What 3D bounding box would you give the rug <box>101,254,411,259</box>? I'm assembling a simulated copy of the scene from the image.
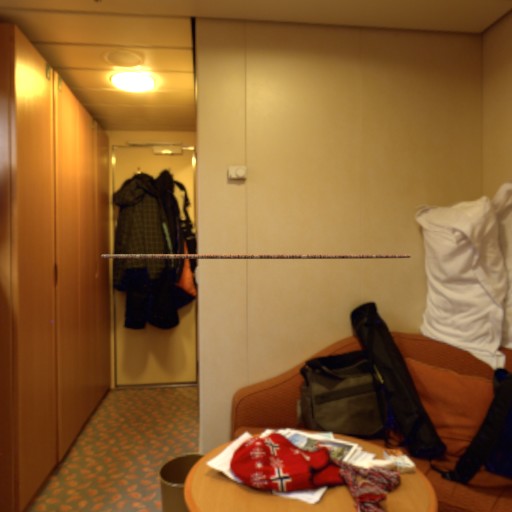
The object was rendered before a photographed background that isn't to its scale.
[{"bbox_3d":[0.000,0.000,2.295,1.514,0.015,1.514,0,0,0],"label":"rug"}]
